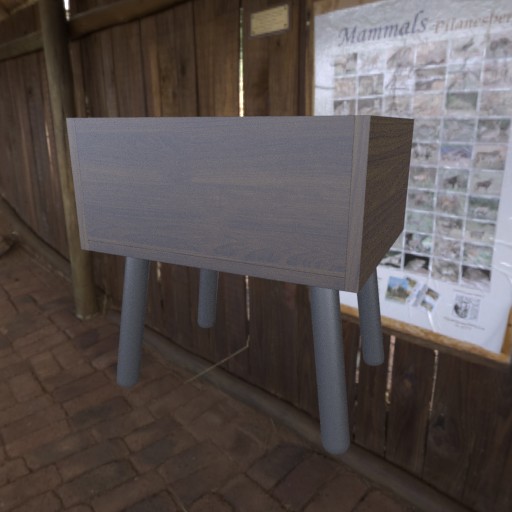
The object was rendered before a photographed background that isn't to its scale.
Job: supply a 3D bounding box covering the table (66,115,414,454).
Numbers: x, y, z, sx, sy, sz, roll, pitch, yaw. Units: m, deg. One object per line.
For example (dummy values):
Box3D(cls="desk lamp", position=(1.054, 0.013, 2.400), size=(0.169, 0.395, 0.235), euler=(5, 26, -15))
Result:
Box3D(cls="table", position=(0.000, 0.000, 0.793), size=(0.450, 0.470, 0.370), euler=(8, 18, 25))
